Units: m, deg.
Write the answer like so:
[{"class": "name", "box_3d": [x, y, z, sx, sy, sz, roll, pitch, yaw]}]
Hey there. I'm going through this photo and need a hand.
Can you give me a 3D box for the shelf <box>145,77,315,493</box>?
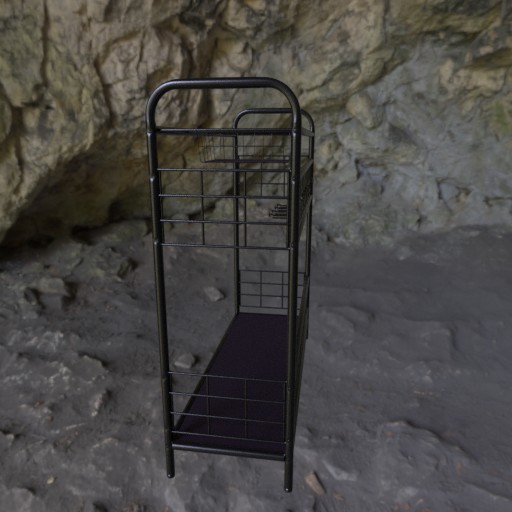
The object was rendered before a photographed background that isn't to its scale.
[{"class": "shelf", "box_3d": [0.000, 0.000, 1.518, 0.350, 1.026, 0.961, 2, 15, 9]}]
